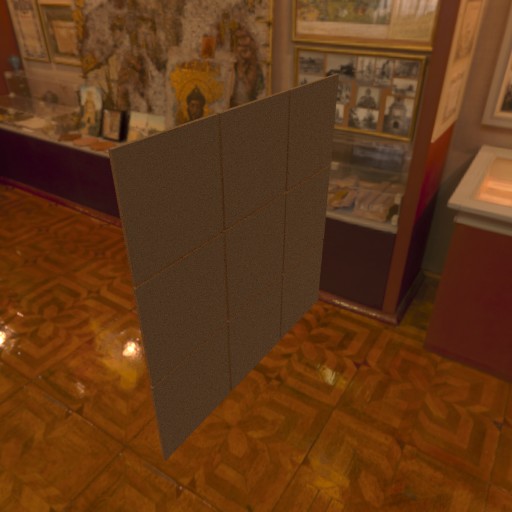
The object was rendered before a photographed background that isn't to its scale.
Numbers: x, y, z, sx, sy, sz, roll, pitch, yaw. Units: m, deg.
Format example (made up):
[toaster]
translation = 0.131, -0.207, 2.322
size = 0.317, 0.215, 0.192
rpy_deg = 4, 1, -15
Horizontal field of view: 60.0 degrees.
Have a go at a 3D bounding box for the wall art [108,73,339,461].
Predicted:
[wall art]
translation = 0.000, 0.000, 1.354
size = 0.010, 0.917, 0.919
rpy_deg = 20, 37, 29
